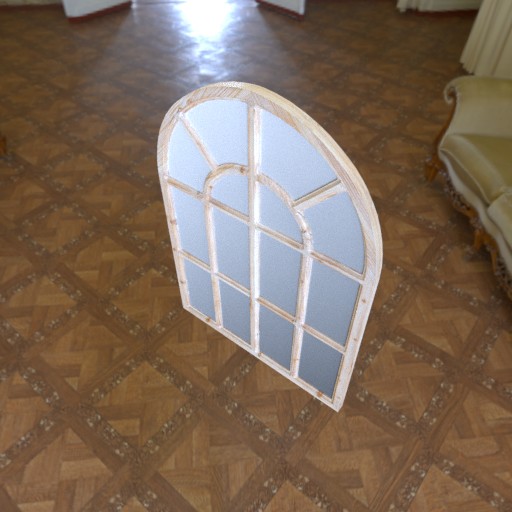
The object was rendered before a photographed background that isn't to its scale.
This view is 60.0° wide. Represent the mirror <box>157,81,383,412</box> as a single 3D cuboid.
[{"bbox_3d":[0.000,0.000,1.186,0.660,0.920,0.032,29,52,26],"label":"mirror"}]
